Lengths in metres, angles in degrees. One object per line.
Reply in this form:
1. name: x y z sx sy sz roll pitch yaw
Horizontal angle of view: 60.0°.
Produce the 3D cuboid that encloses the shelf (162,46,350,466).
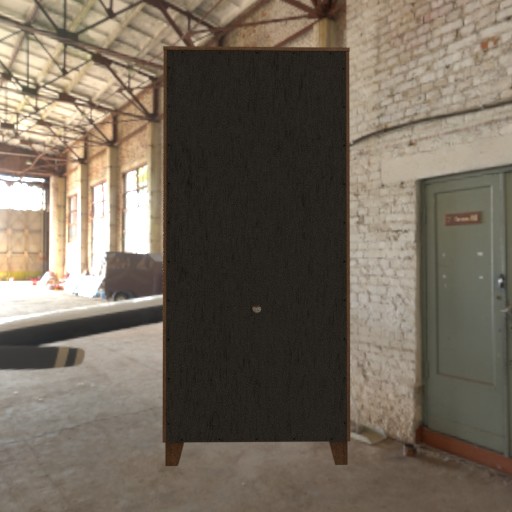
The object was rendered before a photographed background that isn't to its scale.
1. shelf: 0.000 0.000 2.265 0.864 1.930 0.453 0 -1 -1
